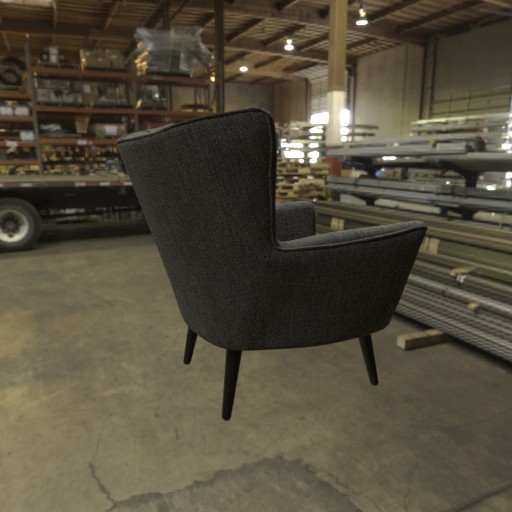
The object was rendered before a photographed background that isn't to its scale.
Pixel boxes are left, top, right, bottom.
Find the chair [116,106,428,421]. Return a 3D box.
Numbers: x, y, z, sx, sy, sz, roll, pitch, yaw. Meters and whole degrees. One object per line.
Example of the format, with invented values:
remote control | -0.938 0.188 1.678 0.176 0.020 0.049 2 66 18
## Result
chair | 0.000 0.000 1.573 0.888 0.933 0.781 -6 14 -25
